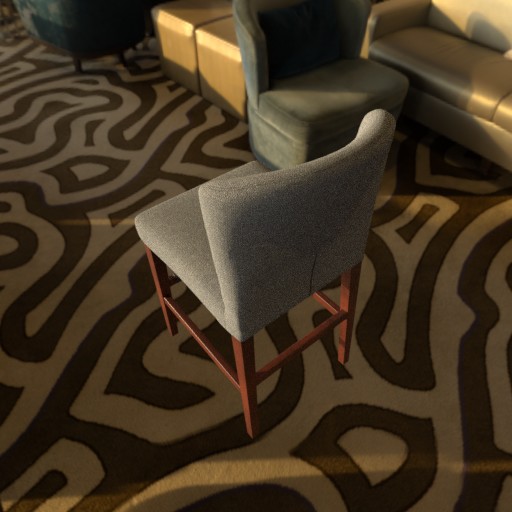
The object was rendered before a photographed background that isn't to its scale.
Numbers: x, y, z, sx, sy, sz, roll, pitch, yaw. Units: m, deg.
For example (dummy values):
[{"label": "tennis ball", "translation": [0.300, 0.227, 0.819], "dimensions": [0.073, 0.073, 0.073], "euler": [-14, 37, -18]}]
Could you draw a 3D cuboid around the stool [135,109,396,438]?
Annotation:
[{"label": "stool", "translation": [0.000, 0.000, 1.286], "dimensions": [0.479, 0.968, 0.568], "euler": [-30, 53, -26]}]
